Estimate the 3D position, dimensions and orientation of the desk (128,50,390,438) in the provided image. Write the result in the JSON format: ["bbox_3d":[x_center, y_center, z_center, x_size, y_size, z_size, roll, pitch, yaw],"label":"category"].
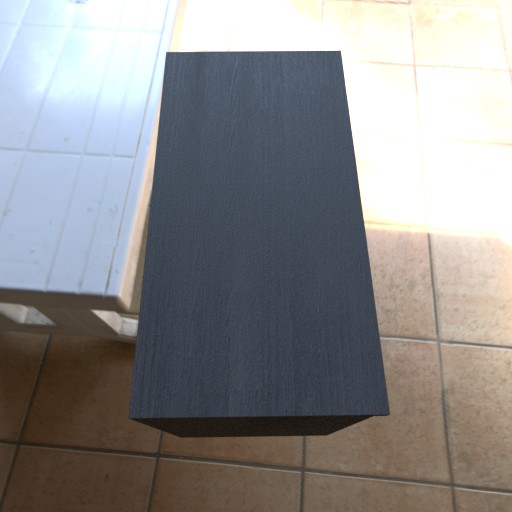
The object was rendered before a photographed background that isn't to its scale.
[{"bbox_3d":[0.000,0.000,1.507,0.557,0.729,1.099,-1,65,0],"label":"desk"}]
